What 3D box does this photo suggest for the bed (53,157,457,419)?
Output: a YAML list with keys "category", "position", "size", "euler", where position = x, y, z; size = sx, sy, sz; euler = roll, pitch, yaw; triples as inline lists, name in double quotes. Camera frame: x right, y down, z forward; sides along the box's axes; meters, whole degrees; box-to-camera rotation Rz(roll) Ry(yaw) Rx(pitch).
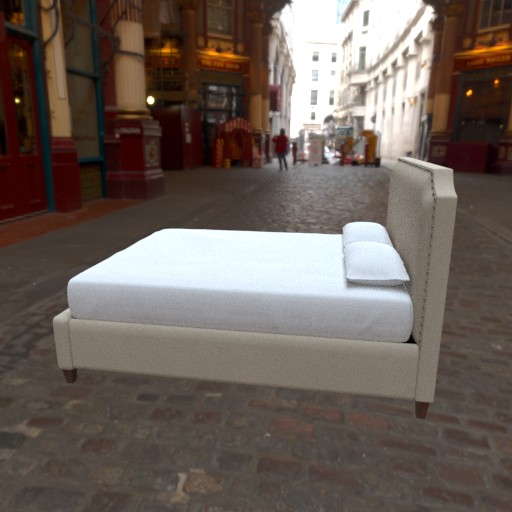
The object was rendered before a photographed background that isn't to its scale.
- category: "bed"
  position: [0.000, 0.000, 3.341]
  size: [2.329, 1.415, 1.703]
  euler: [3, 15, 10]
